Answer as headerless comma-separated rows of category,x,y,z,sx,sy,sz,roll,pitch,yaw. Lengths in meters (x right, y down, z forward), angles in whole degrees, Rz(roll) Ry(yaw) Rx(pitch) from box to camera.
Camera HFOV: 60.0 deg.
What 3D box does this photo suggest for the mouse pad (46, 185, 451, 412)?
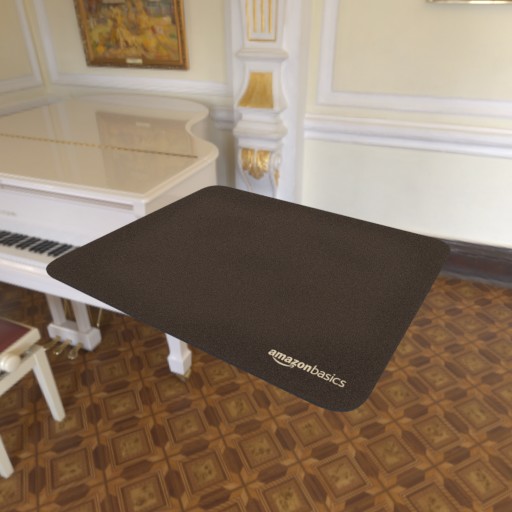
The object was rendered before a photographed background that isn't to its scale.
mouse pad,0.000,0.000,0.342,0.249,0.002,0.211,18,35,29
